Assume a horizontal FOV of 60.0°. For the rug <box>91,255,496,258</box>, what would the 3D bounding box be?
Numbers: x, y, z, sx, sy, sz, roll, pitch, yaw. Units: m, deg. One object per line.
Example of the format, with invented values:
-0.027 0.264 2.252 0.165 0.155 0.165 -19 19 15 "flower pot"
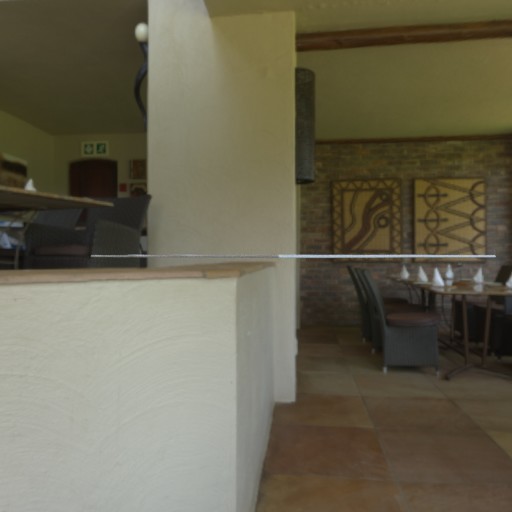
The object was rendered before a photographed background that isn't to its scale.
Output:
0.000 0.000 3.024 1.545 0.016 2.460 0 0 -35 "rug"
